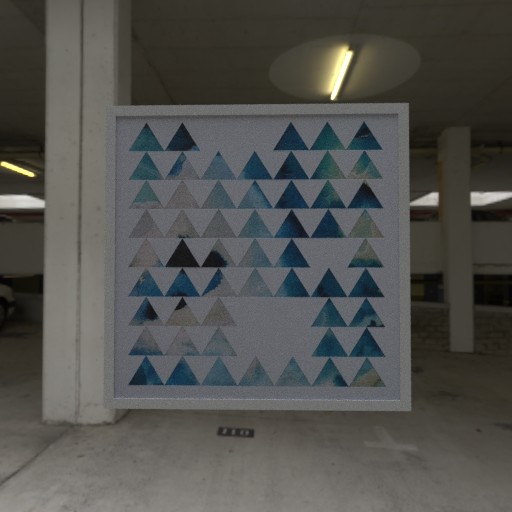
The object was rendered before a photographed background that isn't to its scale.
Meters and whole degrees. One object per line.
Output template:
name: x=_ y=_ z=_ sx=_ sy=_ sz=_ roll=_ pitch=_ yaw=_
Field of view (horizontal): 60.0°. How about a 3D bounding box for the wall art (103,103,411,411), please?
wall art: x=0.000 y=0.000 z=0.665 sx=0.456 sy=0.456 sz=0.007 roll=0 pitch=-1 yaw=2
